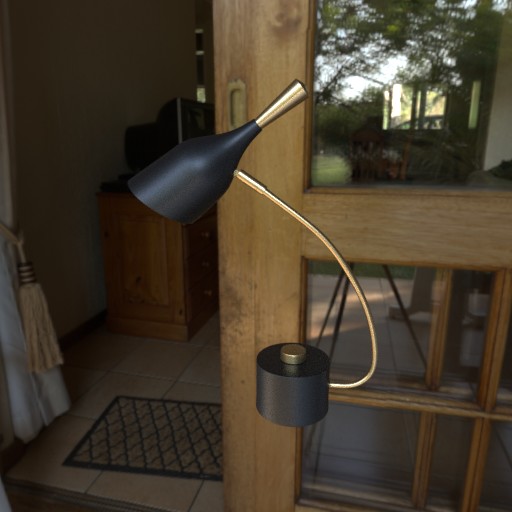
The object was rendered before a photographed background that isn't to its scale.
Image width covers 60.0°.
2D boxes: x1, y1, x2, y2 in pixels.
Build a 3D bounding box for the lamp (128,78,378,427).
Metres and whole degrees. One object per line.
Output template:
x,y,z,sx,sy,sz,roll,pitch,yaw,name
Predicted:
0.000,0.000,0.623,0.352,0.464,0.110,2,15,8,lamp
